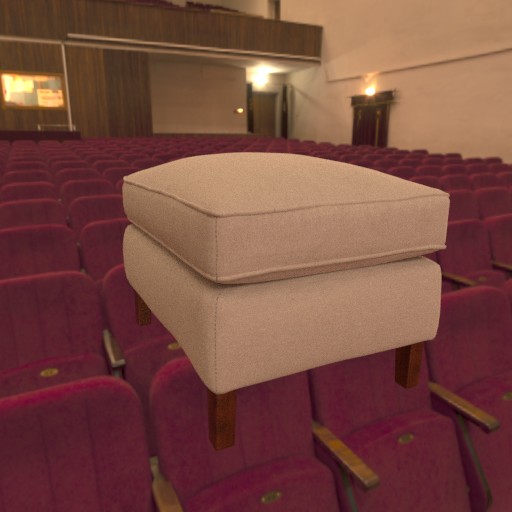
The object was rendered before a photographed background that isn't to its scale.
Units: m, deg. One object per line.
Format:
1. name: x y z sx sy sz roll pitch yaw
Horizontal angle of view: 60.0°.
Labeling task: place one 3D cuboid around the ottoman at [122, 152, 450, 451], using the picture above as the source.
1. ottoman: 0.000 0.000 1.002 0.501 0.456 0.665 -7 16 -26
